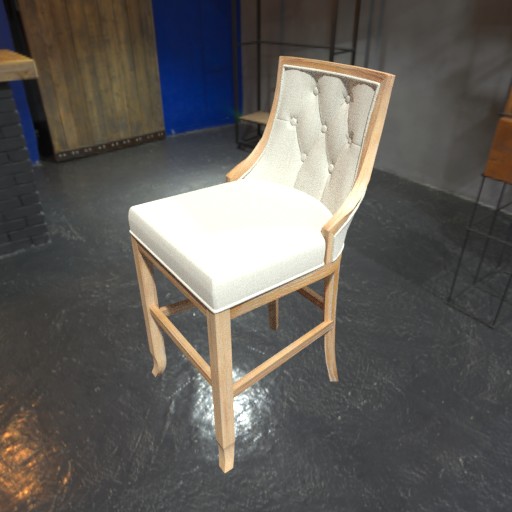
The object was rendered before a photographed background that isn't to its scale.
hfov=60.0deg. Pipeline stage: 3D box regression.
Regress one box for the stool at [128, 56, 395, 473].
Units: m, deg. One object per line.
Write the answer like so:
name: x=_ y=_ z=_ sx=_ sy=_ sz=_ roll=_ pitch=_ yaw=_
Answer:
stool: x=0.000 y=0.000 z=1.425 sx=0.626 sy=1.101 sz=0.524 roll=-21 pitch=37 yaw=-30
